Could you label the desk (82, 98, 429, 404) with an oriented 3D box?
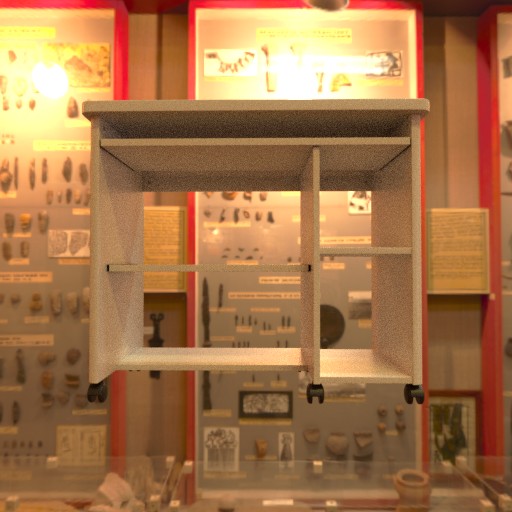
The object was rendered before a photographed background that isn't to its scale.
[{"bbox_3d":[0.000,0.000,1.320,0.877,0.763,0.475,0,-1,1],"label":"desk"}]
